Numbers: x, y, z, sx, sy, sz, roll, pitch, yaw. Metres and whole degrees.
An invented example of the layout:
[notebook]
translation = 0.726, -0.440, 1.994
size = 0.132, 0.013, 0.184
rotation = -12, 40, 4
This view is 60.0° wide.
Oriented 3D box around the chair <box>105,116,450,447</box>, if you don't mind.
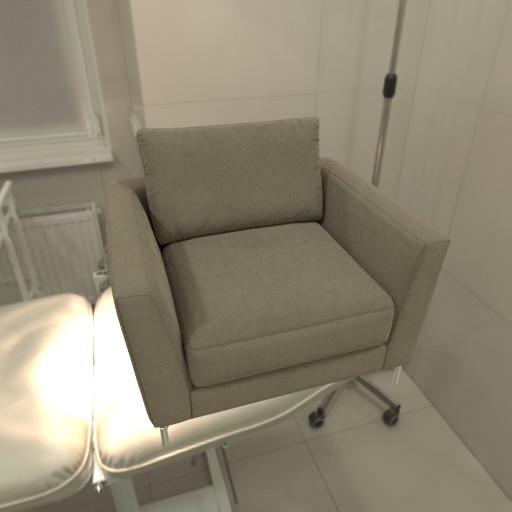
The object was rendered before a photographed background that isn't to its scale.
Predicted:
[chair]
translation = 0.000, 0.000, 1.694
size = 1.041, 0.864, 0.889
rotation = -9, 32, -15
